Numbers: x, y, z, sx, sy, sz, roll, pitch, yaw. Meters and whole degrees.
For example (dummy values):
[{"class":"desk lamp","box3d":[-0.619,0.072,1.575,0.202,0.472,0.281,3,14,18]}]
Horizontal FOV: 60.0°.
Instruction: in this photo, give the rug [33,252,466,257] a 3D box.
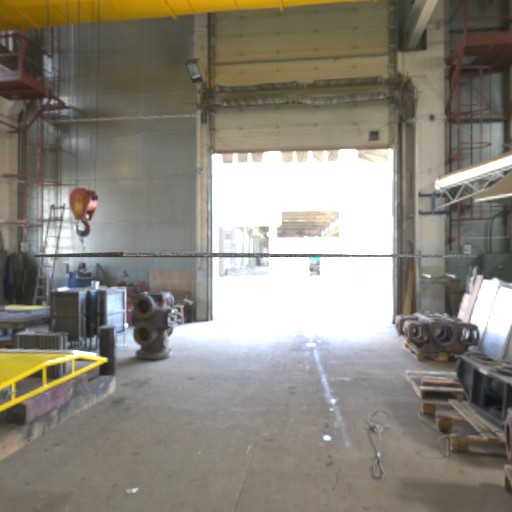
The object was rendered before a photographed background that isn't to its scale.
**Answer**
[{"class":"rug","box3d":[0.000,0.000,2.234,1.819,0.012,1.208,0,0,-37]}]
